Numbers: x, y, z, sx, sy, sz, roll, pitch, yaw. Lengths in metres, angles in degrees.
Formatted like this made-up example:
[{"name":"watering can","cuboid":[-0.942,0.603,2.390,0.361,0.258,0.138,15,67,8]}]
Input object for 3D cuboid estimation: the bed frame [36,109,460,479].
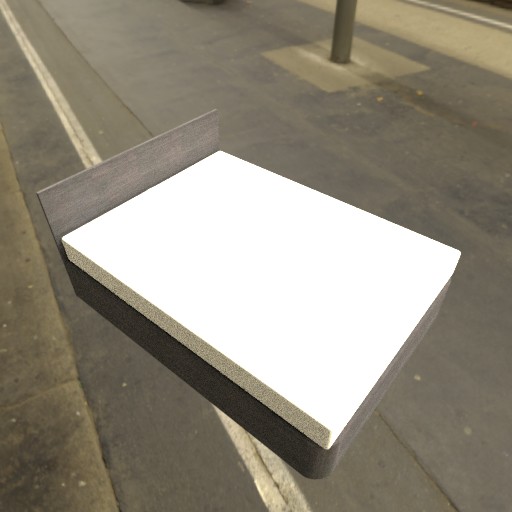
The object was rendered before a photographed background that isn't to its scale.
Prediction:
[{"name":"bed frame","cuboid":[0.000,0.000,2.592,1.900,0.800,1.400,29,49,28]}]
